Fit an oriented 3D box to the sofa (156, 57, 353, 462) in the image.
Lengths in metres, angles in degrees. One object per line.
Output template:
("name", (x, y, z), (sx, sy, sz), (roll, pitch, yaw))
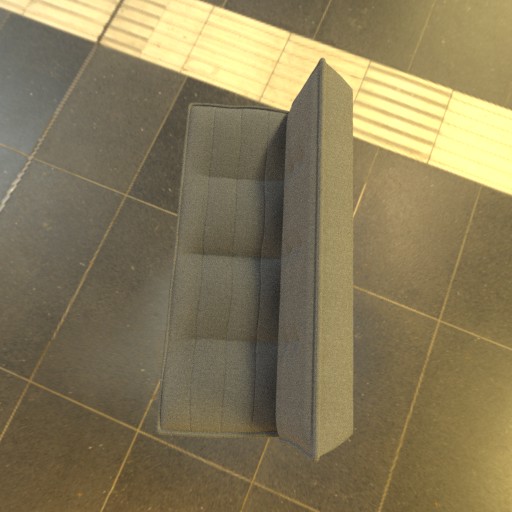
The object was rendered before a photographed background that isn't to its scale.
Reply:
("sofa", (0.000, 0.000, 2.477), (0.950, 0.890, 1.940), (3, 76, 1))
